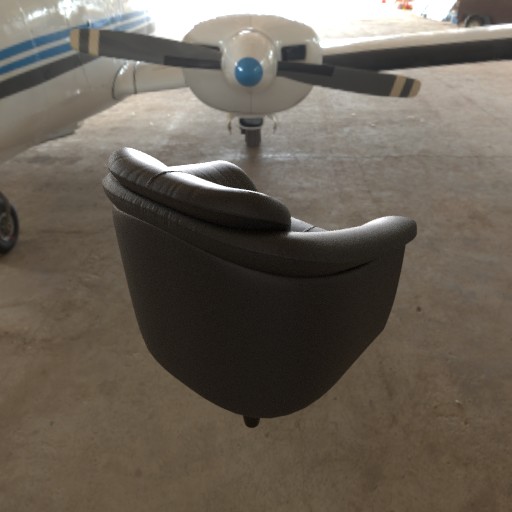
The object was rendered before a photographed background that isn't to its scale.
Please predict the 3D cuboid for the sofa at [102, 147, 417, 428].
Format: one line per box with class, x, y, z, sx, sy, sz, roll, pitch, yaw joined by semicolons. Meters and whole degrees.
sofa;0.000;0.000;1.494;0.870;0.811;0.794;24;40;33
